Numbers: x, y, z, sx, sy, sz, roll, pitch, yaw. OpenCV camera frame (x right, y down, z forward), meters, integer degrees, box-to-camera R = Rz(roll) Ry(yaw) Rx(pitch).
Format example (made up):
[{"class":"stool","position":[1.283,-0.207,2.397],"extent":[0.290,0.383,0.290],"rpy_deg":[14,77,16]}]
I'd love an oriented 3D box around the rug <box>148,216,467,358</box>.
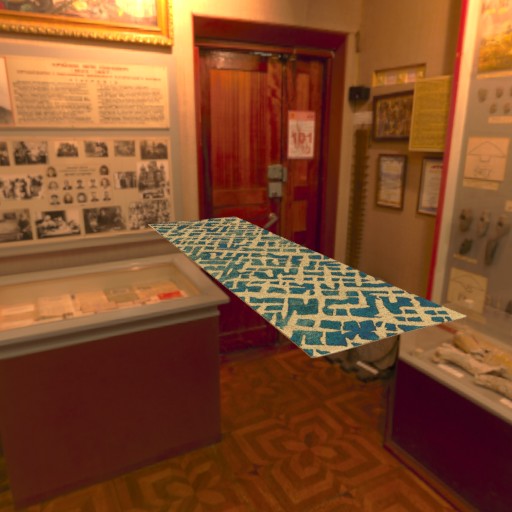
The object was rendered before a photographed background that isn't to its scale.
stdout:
[{"class":"rug","position":[0.000,0.000,2.723],"extent":[0.768,0.011,2.446],"rpy_deg":[-8,18,-25]}]
